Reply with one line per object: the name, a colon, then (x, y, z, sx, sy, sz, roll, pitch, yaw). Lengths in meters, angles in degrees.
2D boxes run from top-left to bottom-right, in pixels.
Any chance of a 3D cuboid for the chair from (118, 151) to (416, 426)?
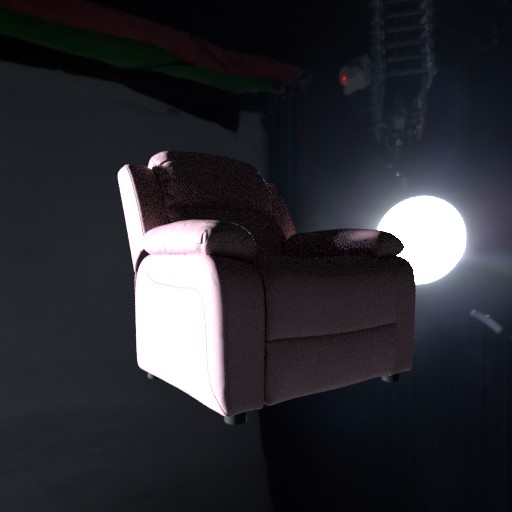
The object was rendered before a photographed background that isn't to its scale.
chair: (0.000, 0.000, 1.310, 0.680, 0.702, 0.709, 0, 0, -37)
